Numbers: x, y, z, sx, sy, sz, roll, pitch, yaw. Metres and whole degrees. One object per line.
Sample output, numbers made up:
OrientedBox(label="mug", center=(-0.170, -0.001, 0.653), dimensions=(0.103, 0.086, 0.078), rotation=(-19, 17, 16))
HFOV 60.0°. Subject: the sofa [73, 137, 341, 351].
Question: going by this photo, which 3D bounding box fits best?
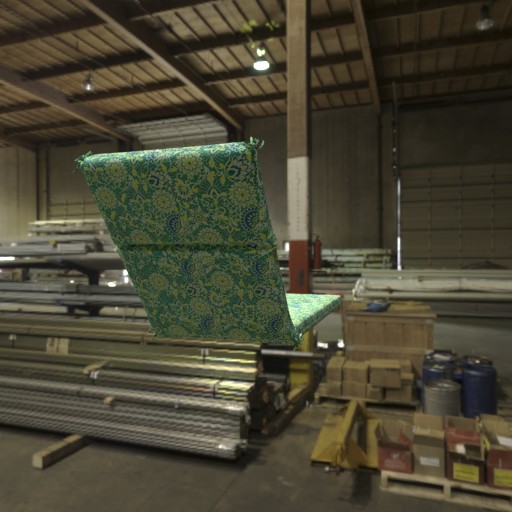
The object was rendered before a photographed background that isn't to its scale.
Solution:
OrientedBox(label="sofa", center=(0.000, 0.000, 1.934), dimensions=(0.582, 0.622, 1.663), rotation=(0, 0, 19))
